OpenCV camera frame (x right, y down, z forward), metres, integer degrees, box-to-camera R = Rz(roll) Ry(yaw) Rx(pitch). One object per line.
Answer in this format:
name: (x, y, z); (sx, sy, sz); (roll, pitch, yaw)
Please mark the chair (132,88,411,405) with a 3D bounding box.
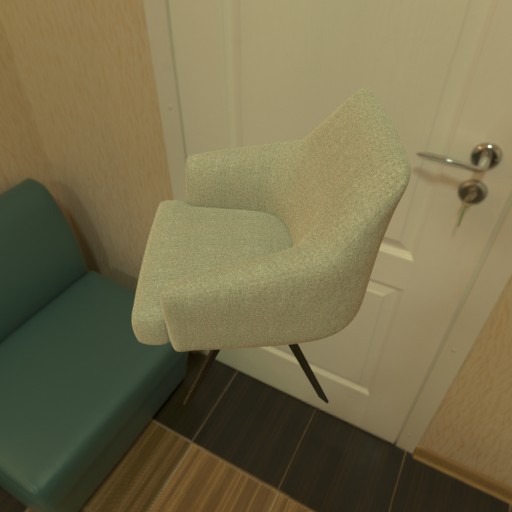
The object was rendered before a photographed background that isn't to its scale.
chair: (0.000, 0.000, 1.346); (0.677, 0.874, 0.642); (-1, 43, -1)
